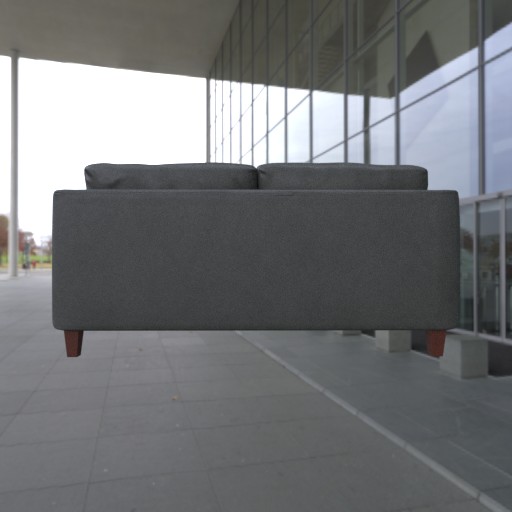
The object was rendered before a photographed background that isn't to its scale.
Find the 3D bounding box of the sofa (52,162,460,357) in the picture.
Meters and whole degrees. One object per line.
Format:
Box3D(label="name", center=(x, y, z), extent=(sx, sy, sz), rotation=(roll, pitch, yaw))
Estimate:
Box3D(label="sofa", center=(0.000, 0.000, 2.471), extent=(1.883, 0.933, 0.951), rotation=(0, 0, -1))
